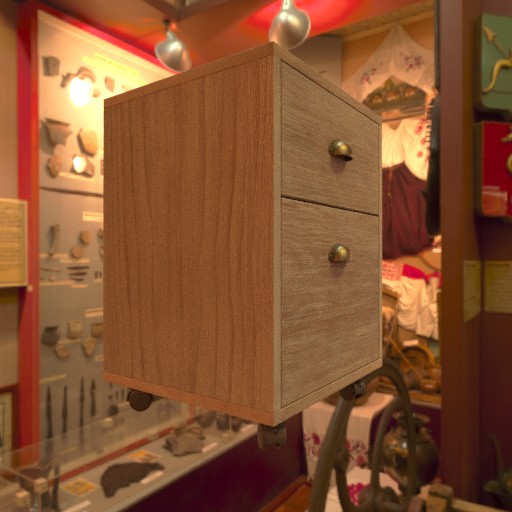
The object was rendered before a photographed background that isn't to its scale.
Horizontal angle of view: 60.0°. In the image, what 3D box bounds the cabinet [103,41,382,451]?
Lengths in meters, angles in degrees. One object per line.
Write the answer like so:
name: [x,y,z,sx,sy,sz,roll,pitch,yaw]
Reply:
cabinet: [0.000,0.000,0.866,0.401,0.579,0.409,0,0,36]
